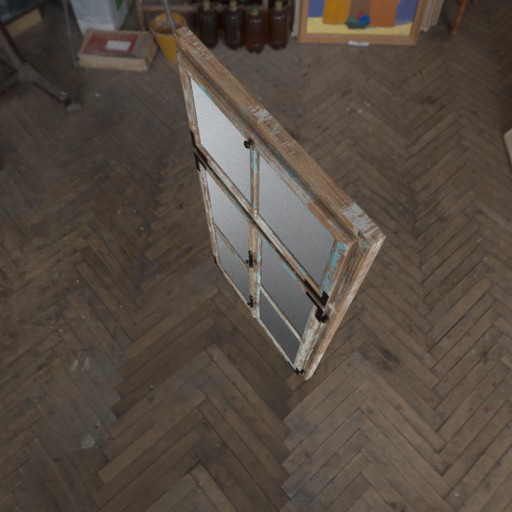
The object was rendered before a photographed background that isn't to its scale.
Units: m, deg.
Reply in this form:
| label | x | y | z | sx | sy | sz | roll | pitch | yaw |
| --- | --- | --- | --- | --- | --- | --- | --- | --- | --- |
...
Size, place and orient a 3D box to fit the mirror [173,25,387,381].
| label | x | y | z | sx | sy | sz | roll | pitch | yaw |
| --- | --- | --- | --- | --- | --- | --- | --- | --- | --- |
| mirror | 0.000 | 0.000 | 1.464 | 0.083 | 1.213 | 0.707 | -32 | 67 | -15 |
